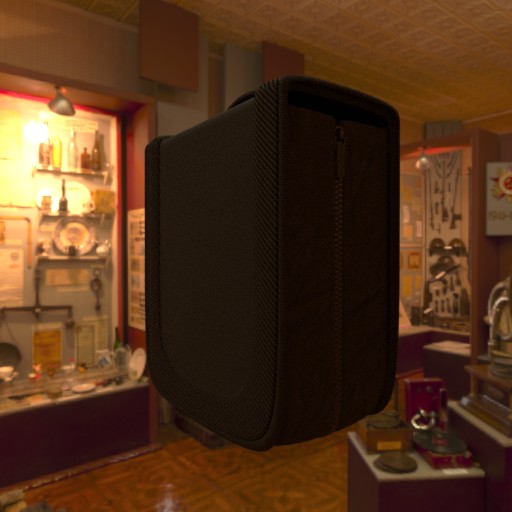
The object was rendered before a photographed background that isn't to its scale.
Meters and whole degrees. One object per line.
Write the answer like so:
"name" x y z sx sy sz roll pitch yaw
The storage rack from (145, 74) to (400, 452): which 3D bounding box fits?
"storage rack" 0.000 0.000 0.539 0.168 0.387 0.297 0 1 -36
